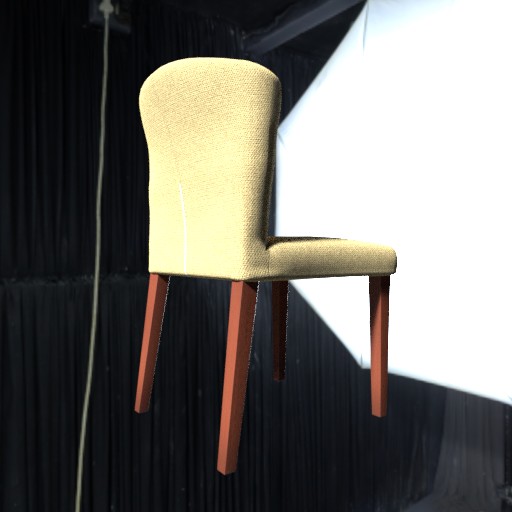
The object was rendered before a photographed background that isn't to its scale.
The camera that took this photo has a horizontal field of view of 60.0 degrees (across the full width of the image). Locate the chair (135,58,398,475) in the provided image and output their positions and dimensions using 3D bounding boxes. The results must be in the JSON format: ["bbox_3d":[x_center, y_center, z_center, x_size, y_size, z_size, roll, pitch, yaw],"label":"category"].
[{"bbox_3d":[0.000,0.000,1.173,0.589,0.839,0.491,0,1,-37],"label":"chair"}]
